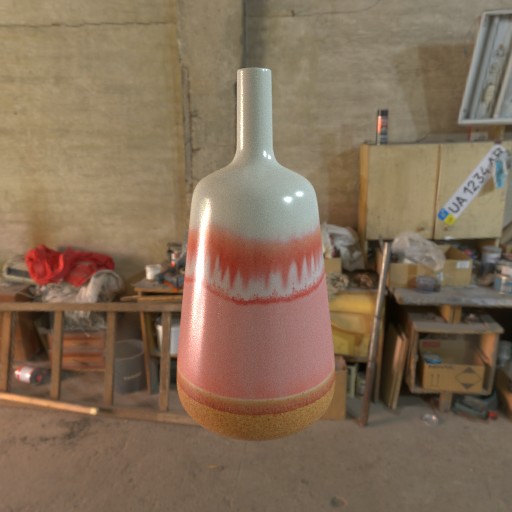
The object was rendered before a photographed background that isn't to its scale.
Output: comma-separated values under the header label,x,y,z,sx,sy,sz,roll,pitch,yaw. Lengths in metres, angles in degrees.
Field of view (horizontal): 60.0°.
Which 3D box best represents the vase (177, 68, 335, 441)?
label,x,y,z,sx,sy,sz,roll,pitch,yaw
vase,0.000,0.000,0.380,0.144,0.296,0.144,0,15,0
